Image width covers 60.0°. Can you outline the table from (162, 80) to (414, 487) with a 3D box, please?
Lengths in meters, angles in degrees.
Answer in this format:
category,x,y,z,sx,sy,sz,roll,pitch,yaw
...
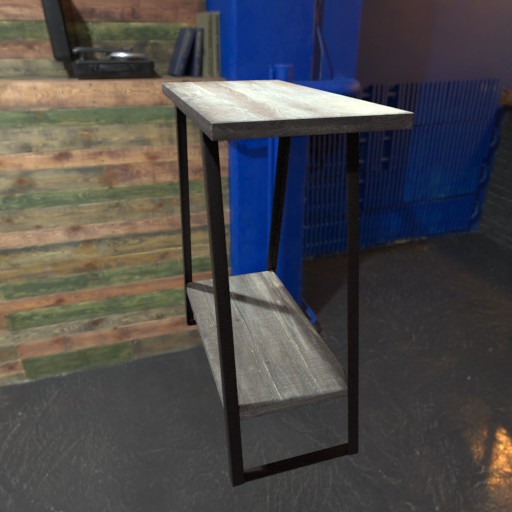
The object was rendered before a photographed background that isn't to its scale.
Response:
category,x,y,z,sx,sy,sz,roll,pitch,yaw
table,0.000,0.000,1.015,0.300,0.701,0.599,-8,27,-15
